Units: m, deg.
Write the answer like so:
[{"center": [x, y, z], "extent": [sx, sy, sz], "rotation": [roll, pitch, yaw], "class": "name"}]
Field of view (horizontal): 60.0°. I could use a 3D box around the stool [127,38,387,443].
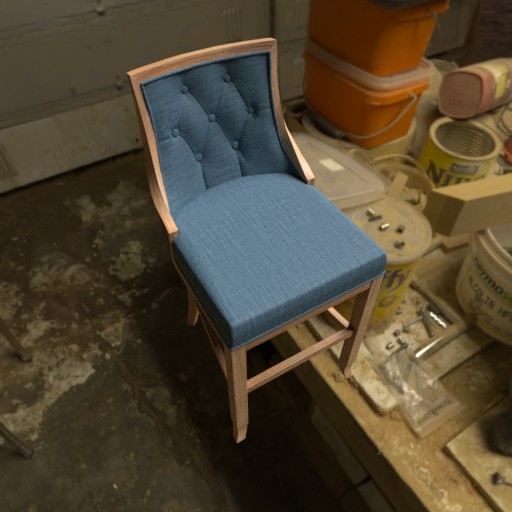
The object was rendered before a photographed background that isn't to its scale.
[{"center": [0.000, 0.000, 1.443], "extent": [0.524, 1.101, 0.626], "rotation": [-23, 52, -20], "class": "stool"}]
